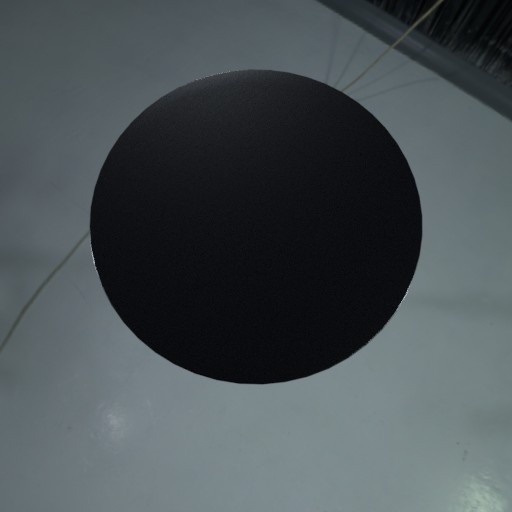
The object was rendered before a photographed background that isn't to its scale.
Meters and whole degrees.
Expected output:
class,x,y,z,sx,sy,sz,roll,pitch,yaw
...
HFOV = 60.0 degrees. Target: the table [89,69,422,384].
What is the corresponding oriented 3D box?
class,x,y,z,sx,sy,sz,roll,pitch,yaw
table,0.000,0.000,1.093,0.597,0.618,0.597,0,75,0
